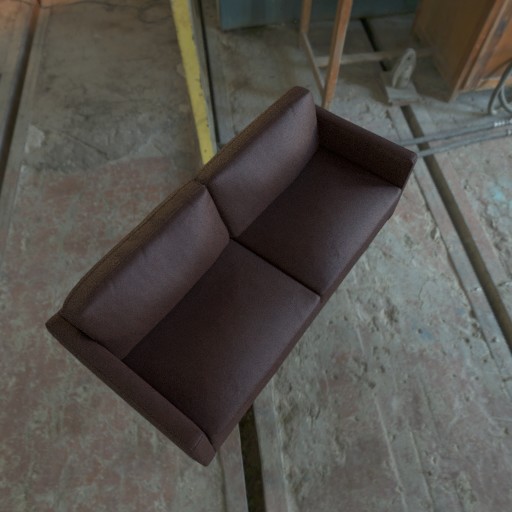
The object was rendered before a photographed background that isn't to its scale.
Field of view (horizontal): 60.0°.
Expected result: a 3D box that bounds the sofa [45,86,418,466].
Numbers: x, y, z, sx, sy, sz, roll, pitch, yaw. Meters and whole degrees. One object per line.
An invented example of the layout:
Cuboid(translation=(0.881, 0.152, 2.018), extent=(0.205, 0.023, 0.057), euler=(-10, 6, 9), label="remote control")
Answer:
Cuboid(translation=(0.000, 0.000, 2.442), extent=(0.923, 0.863, 1.971), euler=(33, 64, 18), label="sofa")
